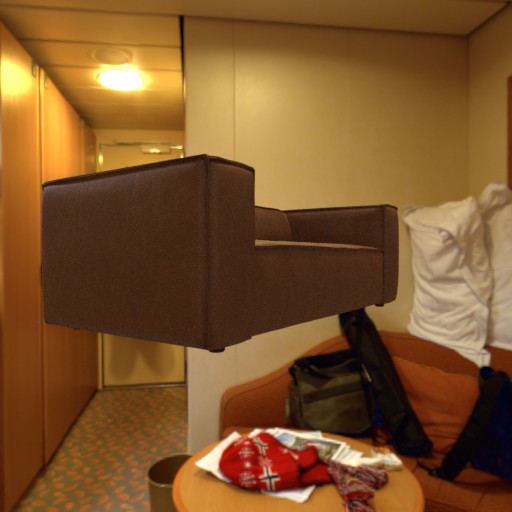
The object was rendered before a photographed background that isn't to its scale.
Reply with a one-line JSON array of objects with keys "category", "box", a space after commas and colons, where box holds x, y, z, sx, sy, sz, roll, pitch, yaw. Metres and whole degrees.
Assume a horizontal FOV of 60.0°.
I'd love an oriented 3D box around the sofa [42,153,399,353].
[{"category": "sofa", "box": [0.000, 0.000, 2.599, 1.102, 0.703, 2.088, 0, 0, 35]}]
